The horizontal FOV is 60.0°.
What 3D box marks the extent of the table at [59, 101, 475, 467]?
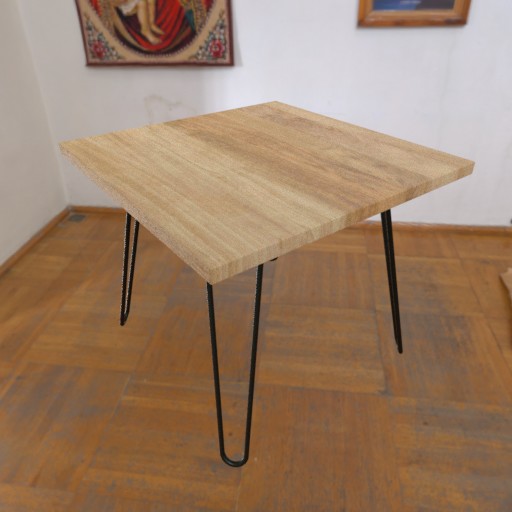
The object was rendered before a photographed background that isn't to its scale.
[{"bbox_3d":[0.000,0.000,1.027,0.599,0.500,0.599,-22,39,-31],"label":"table"}]
